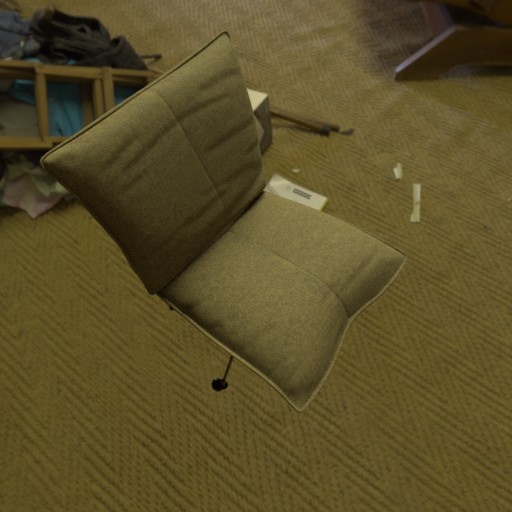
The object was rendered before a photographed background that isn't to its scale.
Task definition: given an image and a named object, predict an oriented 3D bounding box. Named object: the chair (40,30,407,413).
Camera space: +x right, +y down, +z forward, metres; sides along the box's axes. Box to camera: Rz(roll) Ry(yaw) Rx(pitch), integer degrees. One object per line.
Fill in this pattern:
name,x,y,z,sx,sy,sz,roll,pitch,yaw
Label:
chair,0.000,0.000,1.245,0.696,0.811,0.597,33,63,20
